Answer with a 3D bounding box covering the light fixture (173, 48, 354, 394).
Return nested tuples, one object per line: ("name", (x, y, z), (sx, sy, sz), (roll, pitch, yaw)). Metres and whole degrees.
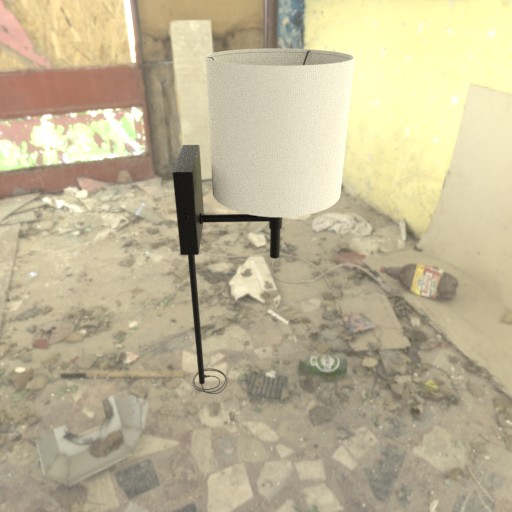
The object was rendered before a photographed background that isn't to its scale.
("light fixture", (0.000, 0.000, 0.713), (0.248, 0.589, 0.188), (-1, 30, -2))
